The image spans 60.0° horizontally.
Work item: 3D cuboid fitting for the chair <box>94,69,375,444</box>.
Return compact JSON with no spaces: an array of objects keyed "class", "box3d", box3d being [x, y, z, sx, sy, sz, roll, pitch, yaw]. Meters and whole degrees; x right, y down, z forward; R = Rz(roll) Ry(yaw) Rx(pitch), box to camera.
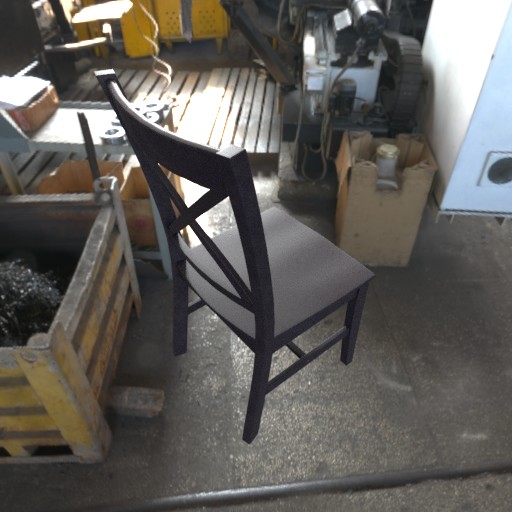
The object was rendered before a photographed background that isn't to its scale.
[{"class":"chair","box3d":[0.000,0.000,1.239,0.542,0.983,0.485,-28,48,-28]}]
